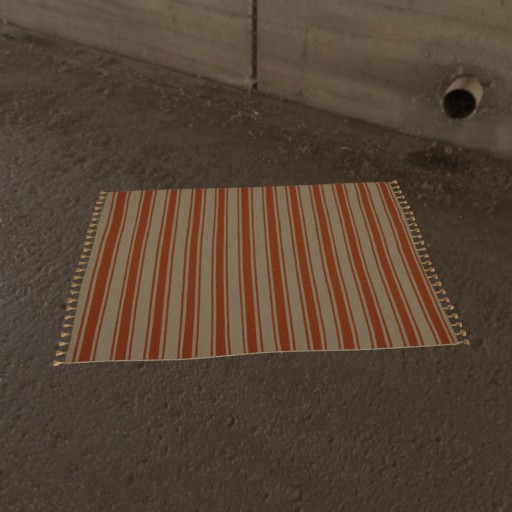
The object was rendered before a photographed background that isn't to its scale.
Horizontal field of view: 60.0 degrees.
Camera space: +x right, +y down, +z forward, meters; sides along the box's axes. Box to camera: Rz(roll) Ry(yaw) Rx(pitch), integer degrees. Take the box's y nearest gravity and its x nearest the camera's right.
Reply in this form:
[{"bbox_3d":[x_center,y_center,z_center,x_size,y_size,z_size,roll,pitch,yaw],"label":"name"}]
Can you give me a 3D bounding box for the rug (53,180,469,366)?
[{"bbox_3d":[0.000,0.000,3.071,2.433,0.022,1.556,-2,47,-2],"label":"rug"}]
